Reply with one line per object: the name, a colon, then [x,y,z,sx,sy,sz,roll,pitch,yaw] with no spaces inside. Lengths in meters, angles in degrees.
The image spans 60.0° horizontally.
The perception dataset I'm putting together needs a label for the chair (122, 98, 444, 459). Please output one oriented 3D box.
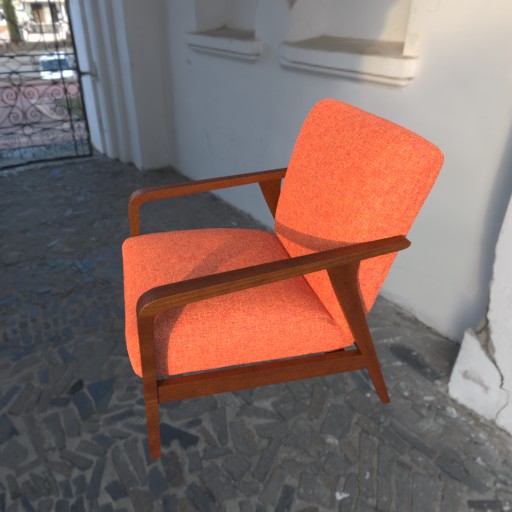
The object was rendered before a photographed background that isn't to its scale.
chair: [0.000,0.000,1.460,0.860,0.890,0.719,-8,31,-14]
